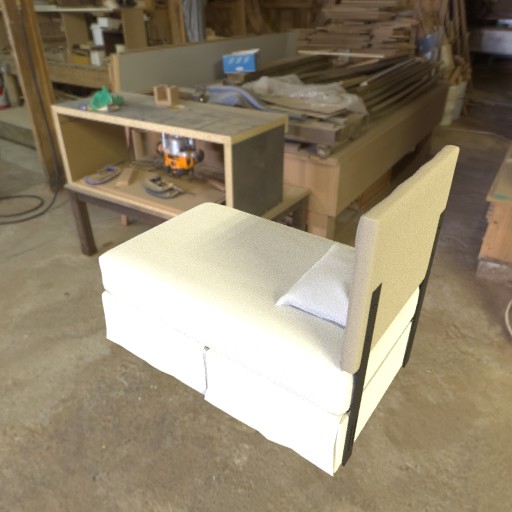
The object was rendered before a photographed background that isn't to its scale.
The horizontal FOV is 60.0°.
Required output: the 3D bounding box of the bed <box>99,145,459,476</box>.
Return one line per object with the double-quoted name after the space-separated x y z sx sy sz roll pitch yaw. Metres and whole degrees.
0.000 0.000 2.948 1.997 1.571 1.261 21 37 30 "bed"
